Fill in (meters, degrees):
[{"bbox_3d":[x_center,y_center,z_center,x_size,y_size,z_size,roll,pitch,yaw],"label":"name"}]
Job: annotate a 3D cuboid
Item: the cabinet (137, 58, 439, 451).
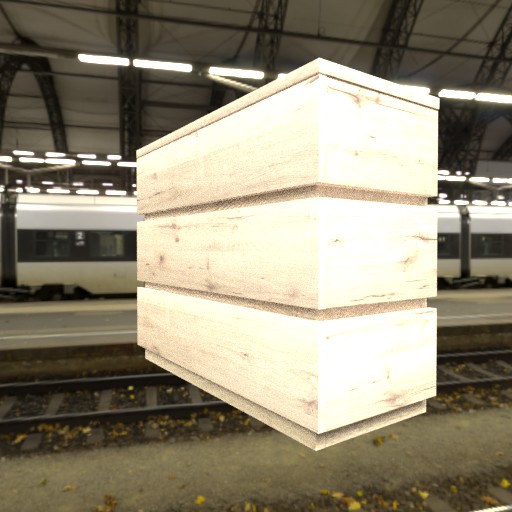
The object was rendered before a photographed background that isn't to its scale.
[{"bbox_3d":[0.000,0.000,1.449,0.420,0.820,1.040,-1,1,-35],"label":"cabinet"}]
